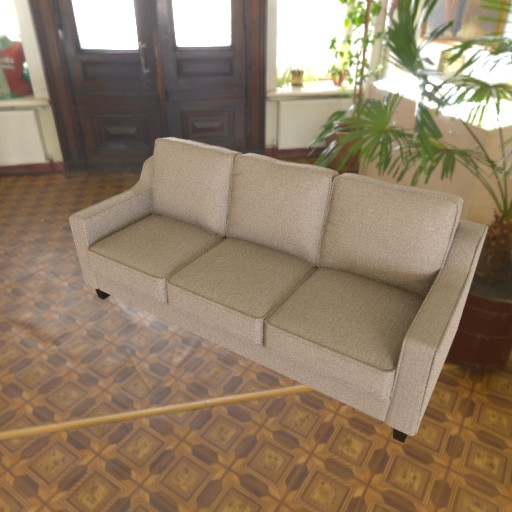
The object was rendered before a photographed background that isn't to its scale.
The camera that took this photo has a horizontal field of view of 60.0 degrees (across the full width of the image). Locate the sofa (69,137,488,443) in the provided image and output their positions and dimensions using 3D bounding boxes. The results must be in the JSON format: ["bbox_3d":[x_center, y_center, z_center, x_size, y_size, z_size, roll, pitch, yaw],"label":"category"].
[{"bbox_3d":[0.000,0.000,2.483,2.129,0.950,0.899,18,35,28],"label":"sofa"}]
